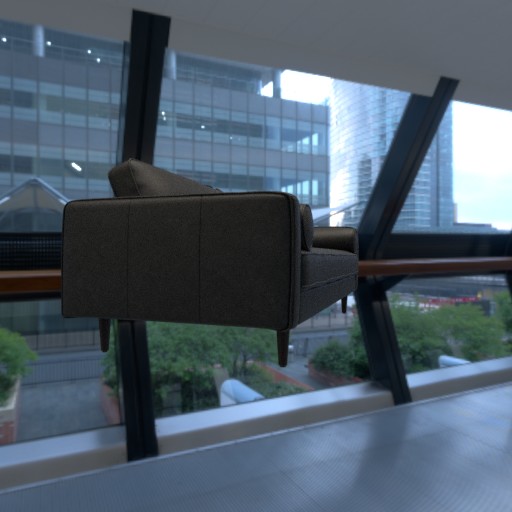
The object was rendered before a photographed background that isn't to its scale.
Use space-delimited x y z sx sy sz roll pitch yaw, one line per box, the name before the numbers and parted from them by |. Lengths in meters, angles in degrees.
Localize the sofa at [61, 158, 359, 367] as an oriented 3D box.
sofa | 0.000 0.000 2.375 0.921 0.770 1.879 0 0 19
